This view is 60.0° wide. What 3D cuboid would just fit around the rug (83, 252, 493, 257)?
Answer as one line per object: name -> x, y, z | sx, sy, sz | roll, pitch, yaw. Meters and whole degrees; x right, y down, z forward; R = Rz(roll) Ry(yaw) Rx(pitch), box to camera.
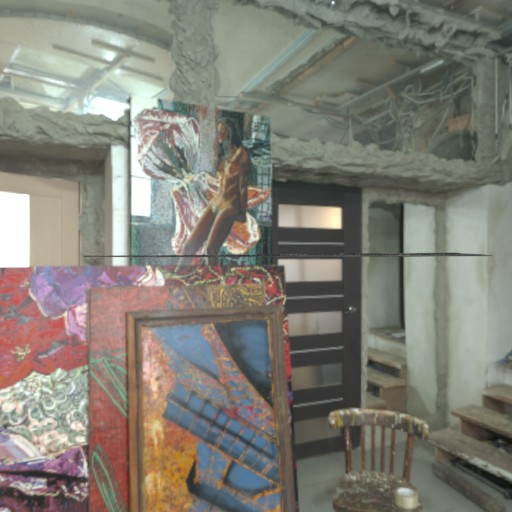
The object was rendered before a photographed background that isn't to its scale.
rug -> 0.000, 0.000, 2.666 | 2.434, 0.012, 0.760 | 0, -1, 36
